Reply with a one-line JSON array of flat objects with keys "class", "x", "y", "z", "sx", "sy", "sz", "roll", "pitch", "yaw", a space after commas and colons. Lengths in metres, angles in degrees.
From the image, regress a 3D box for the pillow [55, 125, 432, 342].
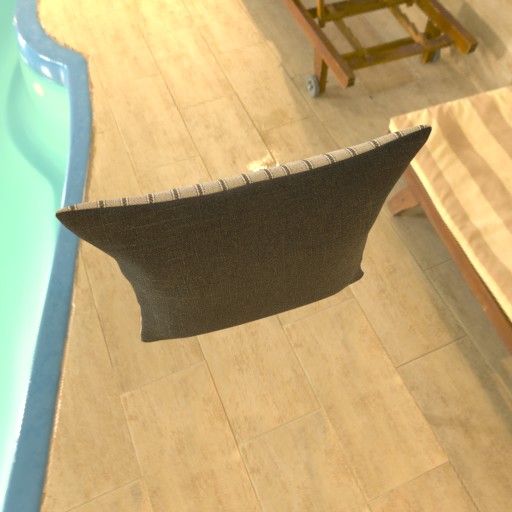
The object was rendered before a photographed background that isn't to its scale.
[{"class": "pillow", "x": 0.000, "y": 0.000, "z": 0.709, "sx": 0.468, "sy": 0.444, "sz": 0.138, "roll": -15, "pitch": 62, "yaw": -8}]
